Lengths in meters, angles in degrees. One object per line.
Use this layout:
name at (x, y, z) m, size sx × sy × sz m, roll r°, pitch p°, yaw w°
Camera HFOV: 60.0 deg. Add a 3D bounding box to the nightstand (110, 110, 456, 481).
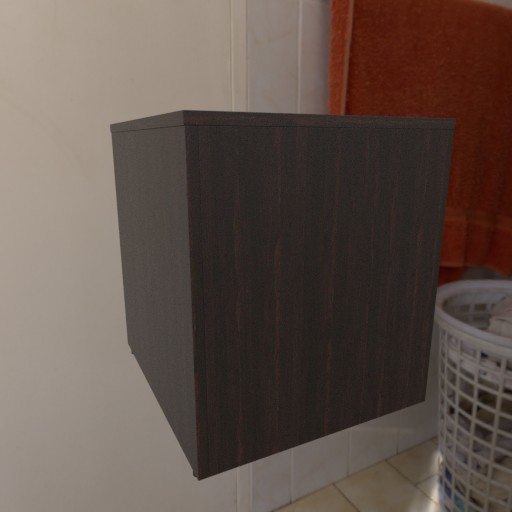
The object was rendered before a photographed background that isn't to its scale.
nightstand at (0.000, 0.000, 0.795) m, size 0.400 × 0.460 × 0.461 m, roll -7°, pitch 16°, yaw -26°
